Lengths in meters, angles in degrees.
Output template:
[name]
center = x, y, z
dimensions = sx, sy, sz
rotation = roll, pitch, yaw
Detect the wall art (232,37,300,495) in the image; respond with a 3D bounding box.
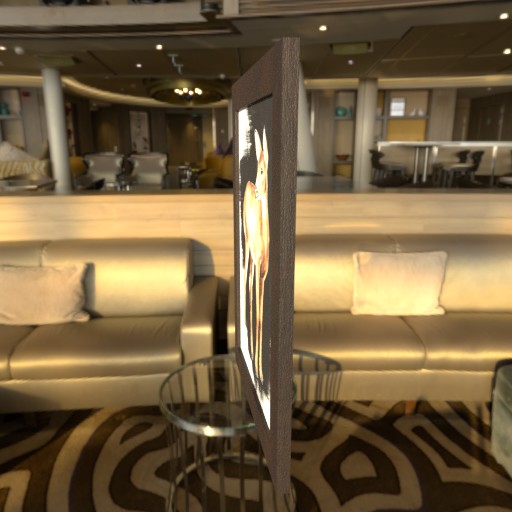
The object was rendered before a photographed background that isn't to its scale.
[wall art]
center = 0.000, 0.000, 0.651
dimensions = 0.017, 0.513, 0.359
rotation = -3, 14, -10
